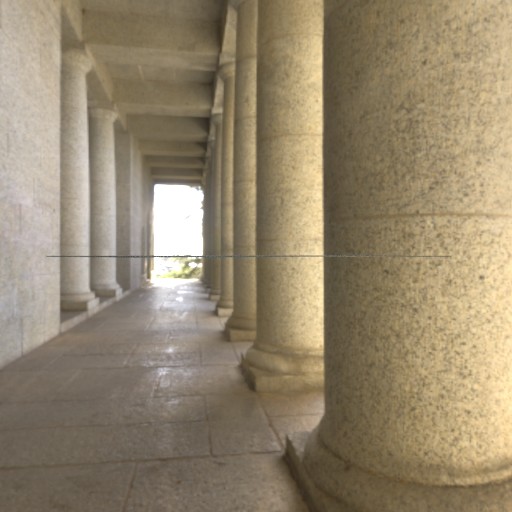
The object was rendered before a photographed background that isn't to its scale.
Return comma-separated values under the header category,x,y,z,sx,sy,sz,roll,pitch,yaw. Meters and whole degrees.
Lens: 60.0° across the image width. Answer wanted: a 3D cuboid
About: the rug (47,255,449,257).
category,x,y,z,sx,sy,sz,roll,pitch,yaw
rug,0.000,0.000,2.256,1.740,0.010,1.135,0,0,-38
